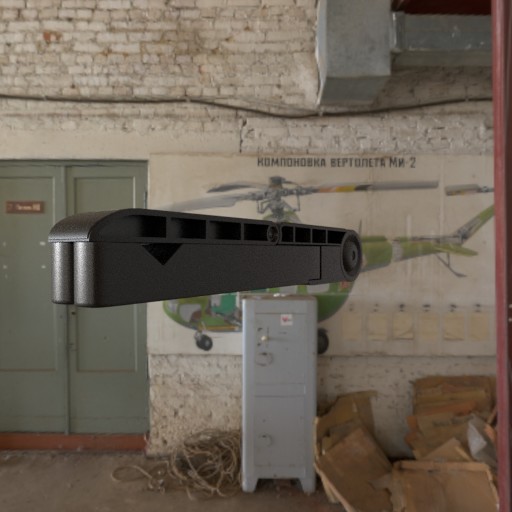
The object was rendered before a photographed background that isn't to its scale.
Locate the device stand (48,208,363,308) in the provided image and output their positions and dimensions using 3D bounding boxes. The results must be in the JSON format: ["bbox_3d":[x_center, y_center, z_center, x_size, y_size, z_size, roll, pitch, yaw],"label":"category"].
[{"bbox_3d":[0.000,0.000,0.197,0.026,0.030,0.179,0,1,37],"label":"device stand"}]
